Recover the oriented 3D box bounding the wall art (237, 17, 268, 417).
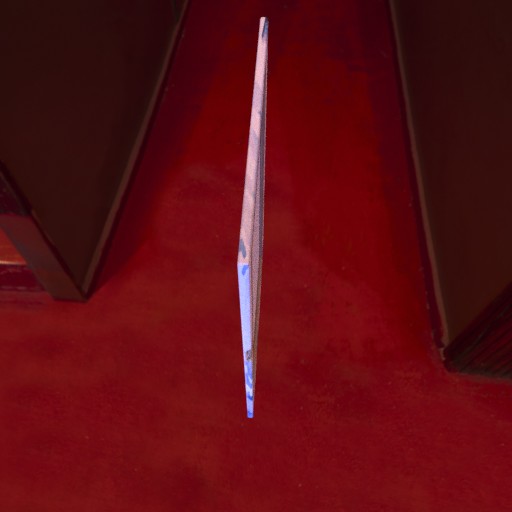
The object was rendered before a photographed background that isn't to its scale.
[{"bbox_3d":[0.000,0.000,1.151,0.016,0.914,0.610,3,58,2],"label":"wall art"}]
